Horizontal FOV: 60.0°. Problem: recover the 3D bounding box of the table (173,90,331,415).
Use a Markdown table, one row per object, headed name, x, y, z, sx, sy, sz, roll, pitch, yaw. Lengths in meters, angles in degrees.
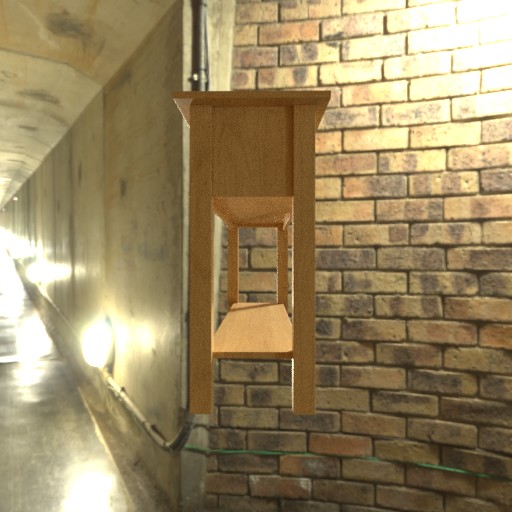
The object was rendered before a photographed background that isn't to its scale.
| name | x | y | z | sx | sy | sz | roll | pitch | yaw |
| --- | --- | --- | --- | --- | --- | --- | --- | --- | --- |
| table | 0.000 | 0.000 | 1.597 | 0.350 | 0.730 | 1.240 | 0 | 0 | 1 |
